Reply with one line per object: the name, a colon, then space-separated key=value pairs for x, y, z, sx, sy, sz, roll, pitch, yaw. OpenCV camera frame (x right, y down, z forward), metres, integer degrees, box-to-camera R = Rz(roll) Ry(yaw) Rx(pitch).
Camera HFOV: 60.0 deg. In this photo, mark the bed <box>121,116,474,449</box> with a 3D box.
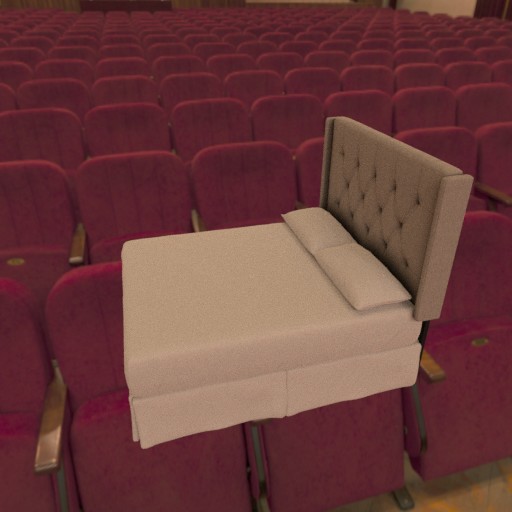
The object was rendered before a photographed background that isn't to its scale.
bed: x=0.000 y=0.000 z=3.351 sx=2.066 sy=1.665 sz=1.719 roll=-7 pitch=30 yaw=-13
